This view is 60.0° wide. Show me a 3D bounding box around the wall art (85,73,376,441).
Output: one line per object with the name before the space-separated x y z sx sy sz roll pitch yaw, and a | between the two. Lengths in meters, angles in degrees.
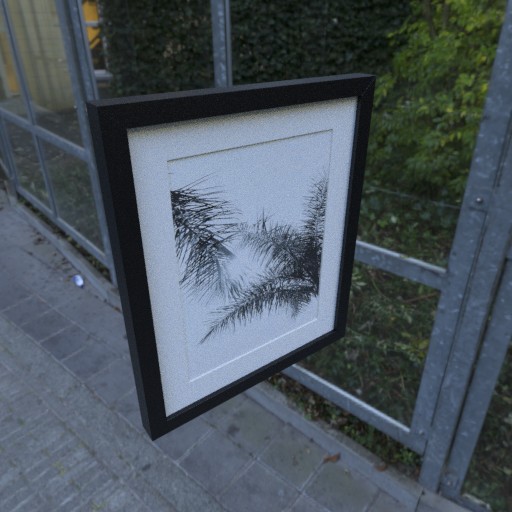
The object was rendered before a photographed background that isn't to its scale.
wall art | 0.000 0.000 0.526 0.325 0.380 0.028 -20 34 -32
